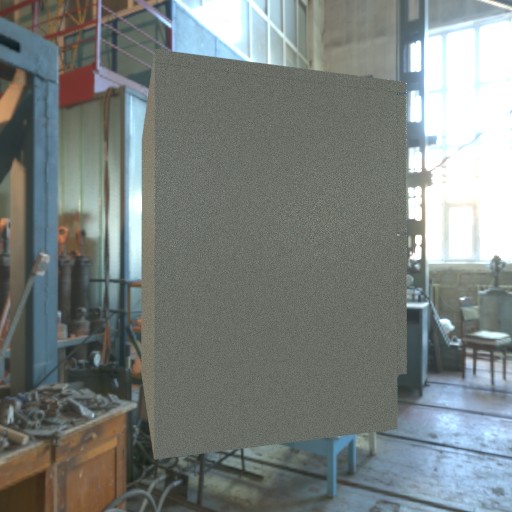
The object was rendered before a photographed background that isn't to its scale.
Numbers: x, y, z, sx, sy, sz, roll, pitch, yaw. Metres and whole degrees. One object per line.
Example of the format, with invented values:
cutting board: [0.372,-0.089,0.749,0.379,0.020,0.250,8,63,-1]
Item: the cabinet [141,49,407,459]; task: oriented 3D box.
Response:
cabinet: [0.000,0.000,0.748,0.360,0.470,0.400,0,0,-17]
